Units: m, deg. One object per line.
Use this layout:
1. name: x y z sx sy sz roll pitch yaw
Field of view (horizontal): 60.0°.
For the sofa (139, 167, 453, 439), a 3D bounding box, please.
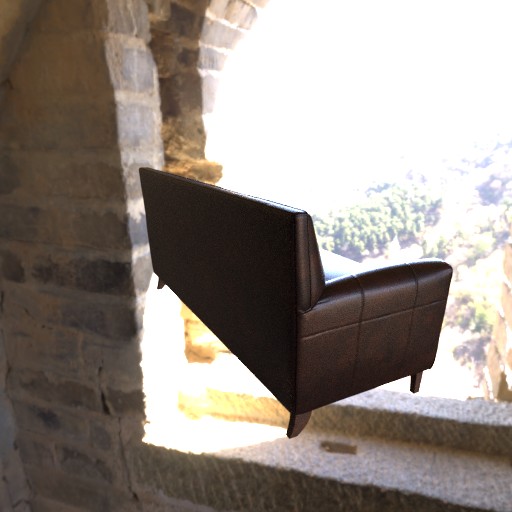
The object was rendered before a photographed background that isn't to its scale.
1. sofa: 0.000 0.000 2.470 0.786 0.871 1.995 -8 18 -26
